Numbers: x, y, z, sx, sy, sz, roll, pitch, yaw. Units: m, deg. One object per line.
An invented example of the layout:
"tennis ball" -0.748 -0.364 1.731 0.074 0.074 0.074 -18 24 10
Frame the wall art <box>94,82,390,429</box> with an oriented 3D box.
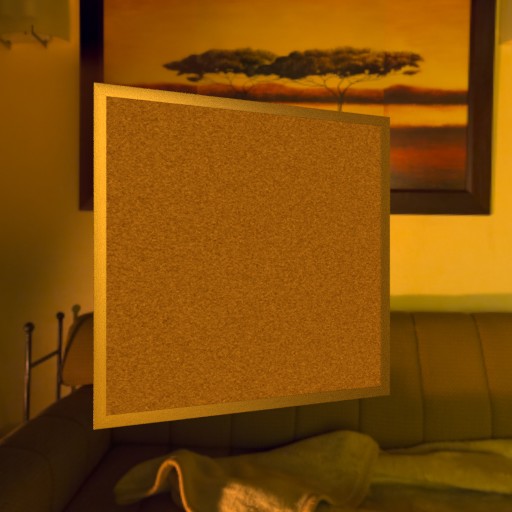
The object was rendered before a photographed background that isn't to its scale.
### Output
"wall art" 0.000 0.000 1.116 0.767 0.765 0.036 0 0 -19
